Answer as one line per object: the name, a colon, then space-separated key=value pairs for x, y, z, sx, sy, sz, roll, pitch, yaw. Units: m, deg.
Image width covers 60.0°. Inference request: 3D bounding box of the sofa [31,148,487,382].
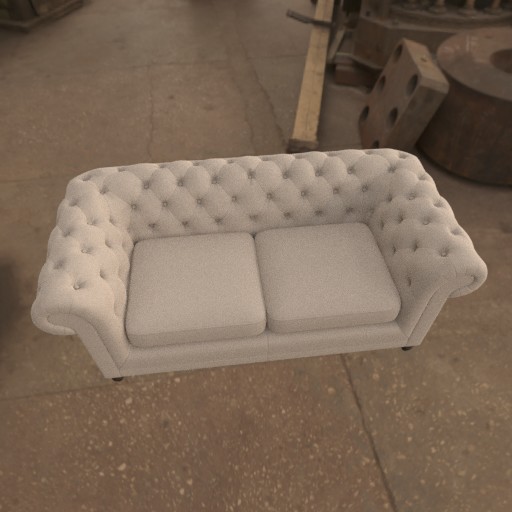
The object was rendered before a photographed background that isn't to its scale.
sofa: x=0.000 y=0.000 z=2.406 sx=1.998 sy=0.764 sz=0.986 roll=-5 pitch=46 yaw=-5
